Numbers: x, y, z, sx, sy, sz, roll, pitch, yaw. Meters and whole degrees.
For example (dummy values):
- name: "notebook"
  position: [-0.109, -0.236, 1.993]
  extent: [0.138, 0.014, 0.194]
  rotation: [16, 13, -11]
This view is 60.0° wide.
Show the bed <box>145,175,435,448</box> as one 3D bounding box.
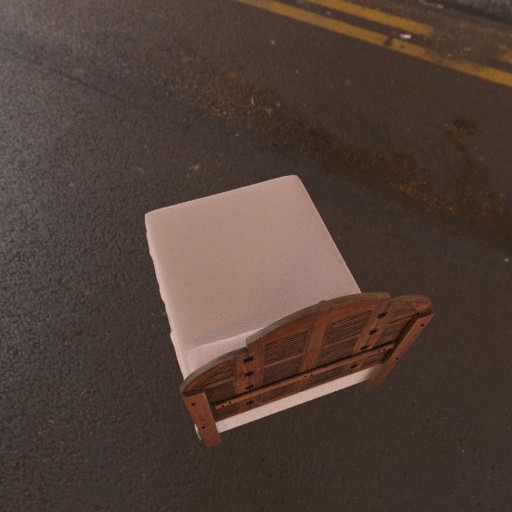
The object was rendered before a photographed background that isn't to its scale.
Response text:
- name: "bed"
  position: [0.000, 0.000, 3.548]
  extent: [1.713, 2.019, 2.138]
  rotation: [-16, 58, -10]
